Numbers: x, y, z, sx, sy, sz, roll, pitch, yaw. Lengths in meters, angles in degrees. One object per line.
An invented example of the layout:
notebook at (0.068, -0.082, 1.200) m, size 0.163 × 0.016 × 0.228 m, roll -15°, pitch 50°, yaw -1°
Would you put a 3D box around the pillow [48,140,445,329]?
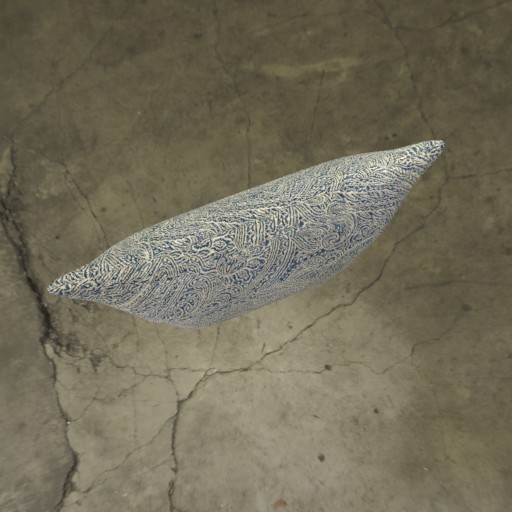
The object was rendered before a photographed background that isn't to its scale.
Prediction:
pillow at (0.000, 0.000, 0.781) m, size 0.523 × 0.510 × 0.166 m, roll -21°, pitch 78°, yaw -5°
